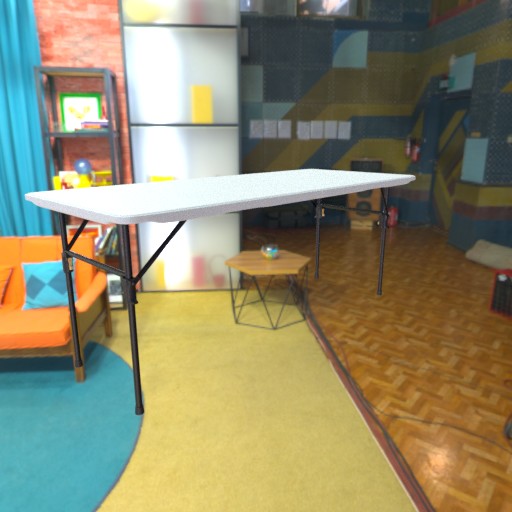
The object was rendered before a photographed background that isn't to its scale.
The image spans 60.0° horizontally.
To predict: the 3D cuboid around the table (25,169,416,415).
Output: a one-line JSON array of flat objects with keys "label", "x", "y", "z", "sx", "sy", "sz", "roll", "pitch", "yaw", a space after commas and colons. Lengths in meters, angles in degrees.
[{"label": "table", "x": 0.000, "y": 0.000, "z": 2.187, "sx": 0.761, "sy": 0.719, "sz": 1.829, "roll": 14, "pitch": 21, "yaw": 42}]
